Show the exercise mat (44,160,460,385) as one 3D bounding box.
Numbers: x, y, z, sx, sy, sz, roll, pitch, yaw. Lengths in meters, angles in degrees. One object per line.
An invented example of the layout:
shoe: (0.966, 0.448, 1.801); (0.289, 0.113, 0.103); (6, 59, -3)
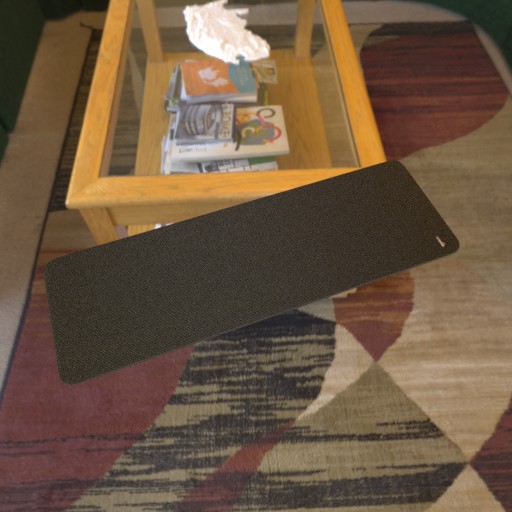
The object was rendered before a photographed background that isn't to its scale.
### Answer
exercise mat: (0.000, 0.000, 2.058); (1.869, 0.021, 0.616); (-18, 60, -11)
